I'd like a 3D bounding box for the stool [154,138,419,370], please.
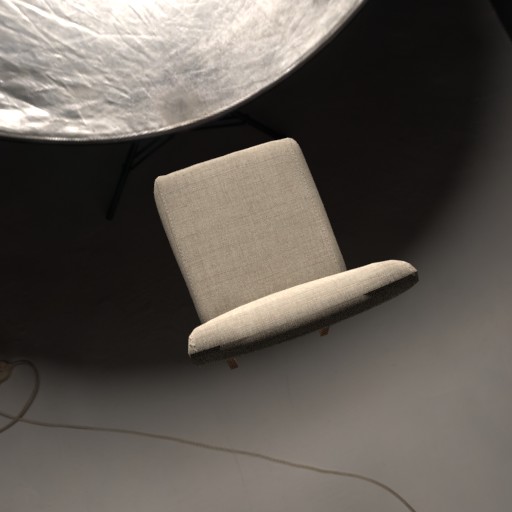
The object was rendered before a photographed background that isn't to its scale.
[{"bbox_3d":[0.000,0.000,1.326,0.454,1.039,0.567,-19,76,-5],"label":"stool"}]
